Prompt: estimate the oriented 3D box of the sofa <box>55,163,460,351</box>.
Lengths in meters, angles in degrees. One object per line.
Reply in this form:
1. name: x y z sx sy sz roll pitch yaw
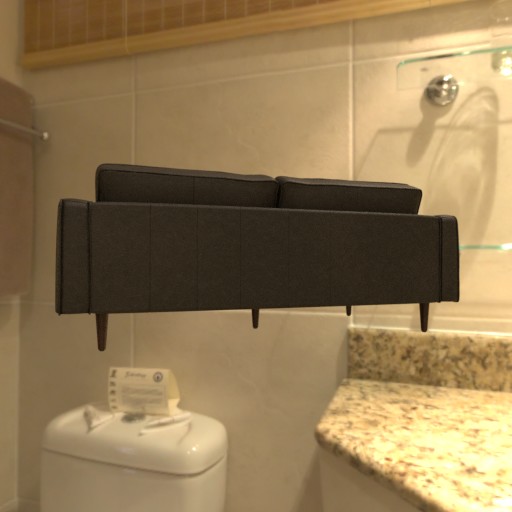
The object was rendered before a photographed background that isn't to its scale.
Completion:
1. sofa: 0.000 0.000 2.348 1.879 0.770 0.921 0 -1 -18
